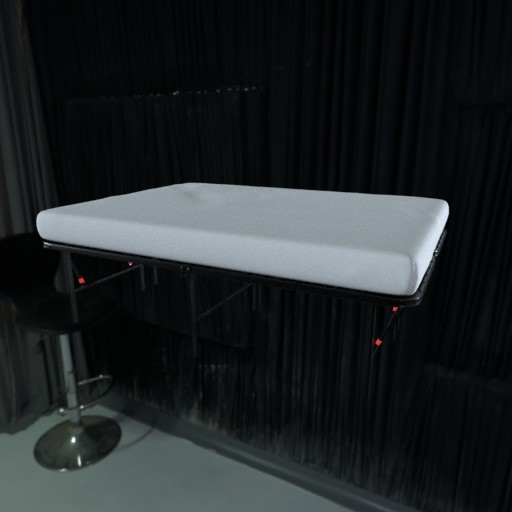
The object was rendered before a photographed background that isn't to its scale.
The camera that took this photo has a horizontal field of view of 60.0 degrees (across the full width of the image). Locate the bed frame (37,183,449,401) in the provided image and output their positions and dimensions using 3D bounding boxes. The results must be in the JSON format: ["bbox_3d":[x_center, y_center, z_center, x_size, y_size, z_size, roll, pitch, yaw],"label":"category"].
[{"bbox_3d":[0.000,0.000,2.529,1.905,0.637,1.372,8,18,25],"label":"bed frame"}]
